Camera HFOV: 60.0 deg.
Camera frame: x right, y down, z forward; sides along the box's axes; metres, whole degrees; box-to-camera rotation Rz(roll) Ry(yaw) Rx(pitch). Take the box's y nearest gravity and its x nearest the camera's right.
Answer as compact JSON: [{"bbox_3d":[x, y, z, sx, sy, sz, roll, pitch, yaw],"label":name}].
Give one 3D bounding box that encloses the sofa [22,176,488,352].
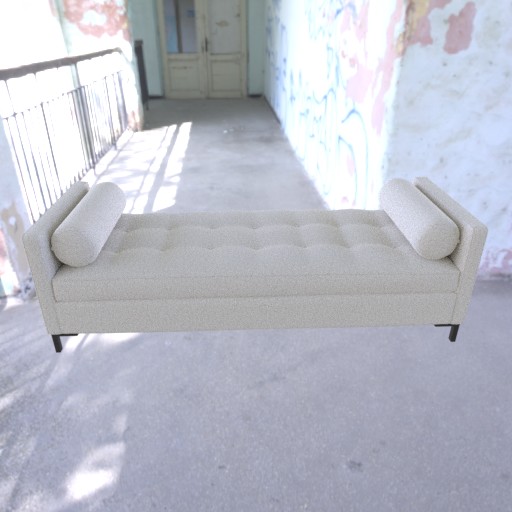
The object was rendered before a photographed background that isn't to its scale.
[{"bbox_3d":[0.000,0.000,2.313,1.985,0.641,0.746,-1,28,-2],"label":"sofa"}]
